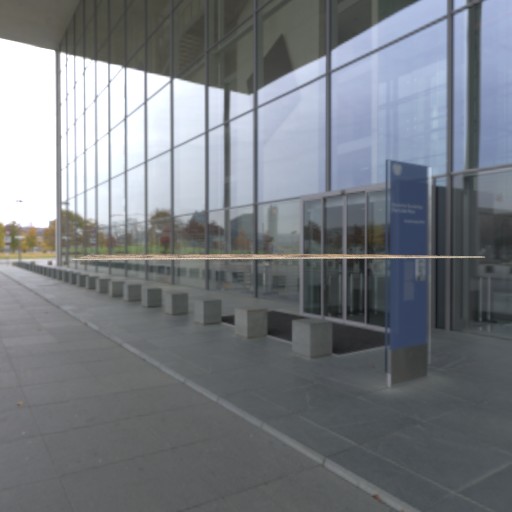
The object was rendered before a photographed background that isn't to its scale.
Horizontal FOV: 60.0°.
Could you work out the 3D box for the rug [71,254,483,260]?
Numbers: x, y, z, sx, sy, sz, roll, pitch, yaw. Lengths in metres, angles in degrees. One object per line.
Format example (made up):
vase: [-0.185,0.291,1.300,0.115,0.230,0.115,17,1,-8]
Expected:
rug: [0.000,0.000,4.089,2.977,0.008,2.380,0,1,-18]
